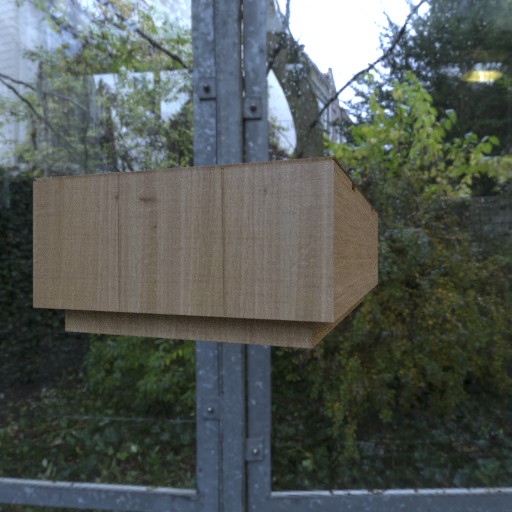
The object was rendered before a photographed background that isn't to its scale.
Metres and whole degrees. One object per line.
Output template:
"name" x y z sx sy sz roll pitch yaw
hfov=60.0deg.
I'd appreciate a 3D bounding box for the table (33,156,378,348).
"table" 0.000 0.000 1.413 0.678 0.353 1.110 0 0 19
